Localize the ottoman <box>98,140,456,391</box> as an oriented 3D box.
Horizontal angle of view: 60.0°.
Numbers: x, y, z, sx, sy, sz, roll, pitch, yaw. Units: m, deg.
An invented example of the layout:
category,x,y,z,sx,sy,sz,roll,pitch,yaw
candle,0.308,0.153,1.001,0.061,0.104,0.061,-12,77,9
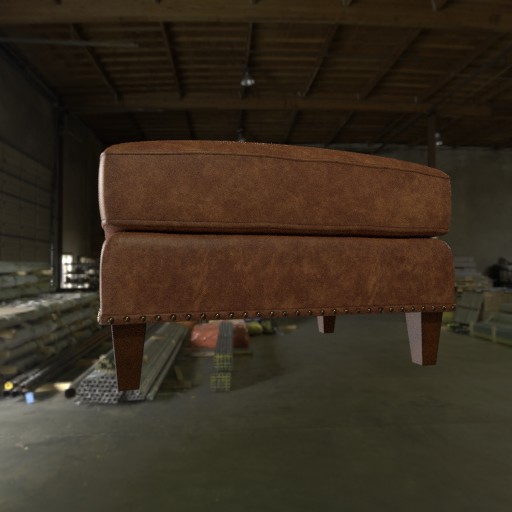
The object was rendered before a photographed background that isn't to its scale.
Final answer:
category,x,y,z,sx,sy,sz,roll,pitch,yaw
ottoman,0.000,0.000,1.124,0.742,0.486,0.586,0,-1,-18
